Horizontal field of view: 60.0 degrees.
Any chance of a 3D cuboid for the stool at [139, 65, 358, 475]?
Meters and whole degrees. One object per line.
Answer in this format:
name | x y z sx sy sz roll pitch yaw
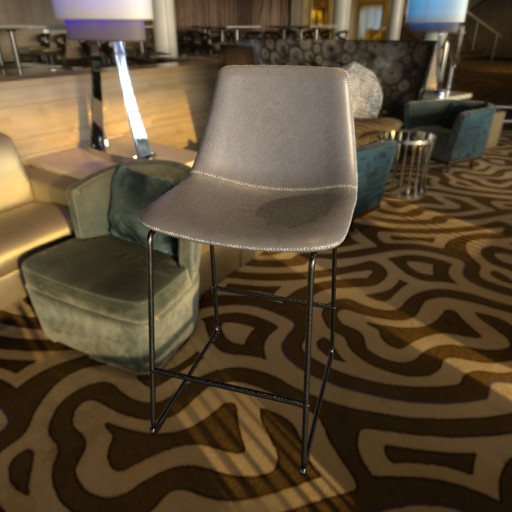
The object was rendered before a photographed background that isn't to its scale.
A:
stool | 0.000 0.000 1.148 0.470 0.876 0.546 8 28 15
